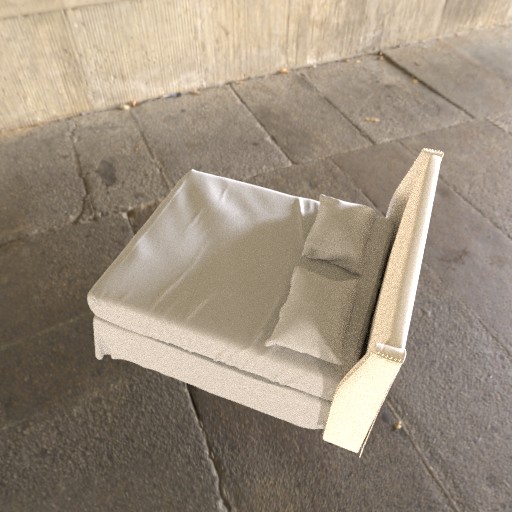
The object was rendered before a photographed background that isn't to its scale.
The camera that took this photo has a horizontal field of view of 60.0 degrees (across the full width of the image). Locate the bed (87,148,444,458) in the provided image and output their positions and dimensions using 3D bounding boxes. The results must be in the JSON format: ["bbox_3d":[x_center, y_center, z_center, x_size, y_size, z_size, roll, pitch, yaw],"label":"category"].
[{"bbox_3d":[0.000,0.000,3.448,2.276,1.332,1.925,16,49,14],"label":"bed"}]
